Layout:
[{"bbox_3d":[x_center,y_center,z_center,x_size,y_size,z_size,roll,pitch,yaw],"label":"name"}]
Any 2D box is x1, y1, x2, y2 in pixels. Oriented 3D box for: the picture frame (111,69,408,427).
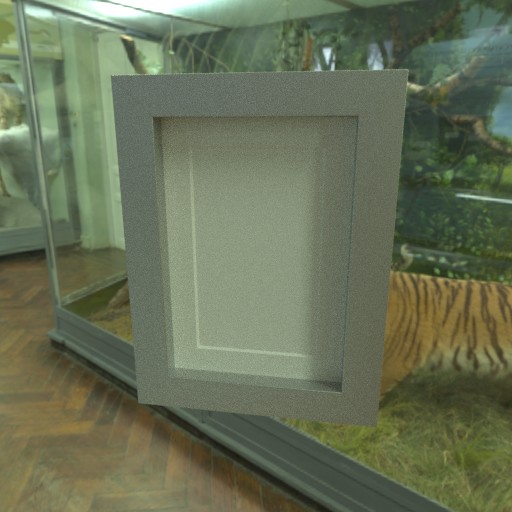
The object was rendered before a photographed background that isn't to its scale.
[{"bbox_3d":[0.000,0.000,0.273,0.157,0.208,0.028,3,16,9],"label":"picture frame"}]
